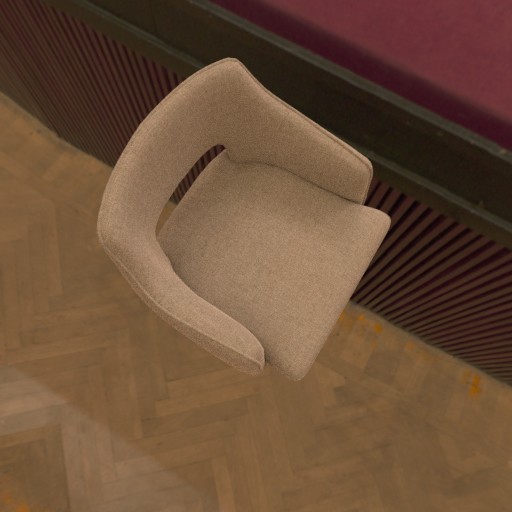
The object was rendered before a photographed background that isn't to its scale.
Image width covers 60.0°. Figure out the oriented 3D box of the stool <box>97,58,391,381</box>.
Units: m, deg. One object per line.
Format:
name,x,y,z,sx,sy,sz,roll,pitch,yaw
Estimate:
stool,0.000,0.000,1.286,0.558,0.944,0.599,31,76,8
